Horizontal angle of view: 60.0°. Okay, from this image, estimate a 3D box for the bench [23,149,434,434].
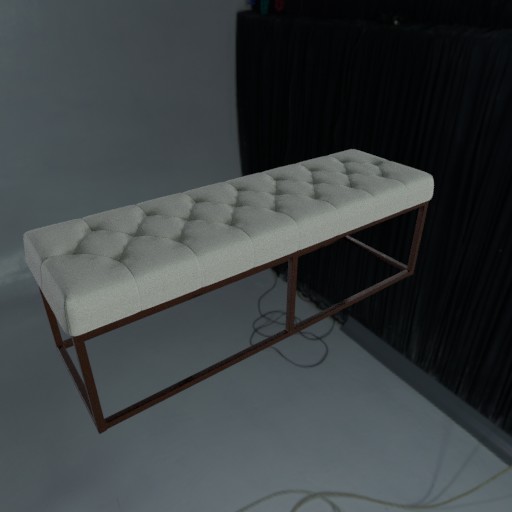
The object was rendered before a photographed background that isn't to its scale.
[{"bbox_3d":[0.000,0.000,1.696,1.488,0.488,0.479,-20,36,-31],"label":"bench"}]
